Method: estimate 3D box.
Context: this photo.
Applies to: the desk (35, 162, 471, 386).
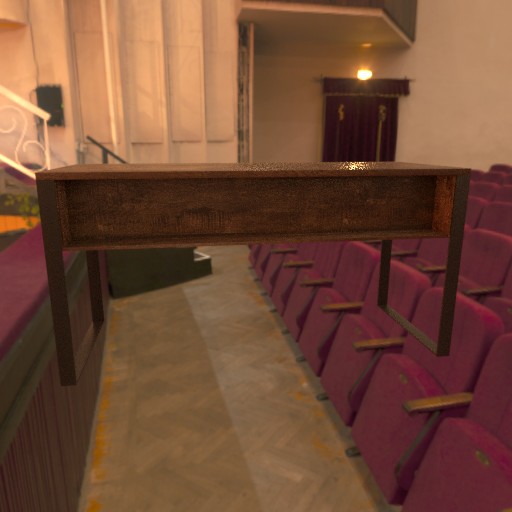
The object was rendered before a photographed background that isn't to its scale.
[{"bbox_3d":[0.000,0.000,1.911,1.524,0.762,0.599,-2,15,-9],"label":"desk"}]
